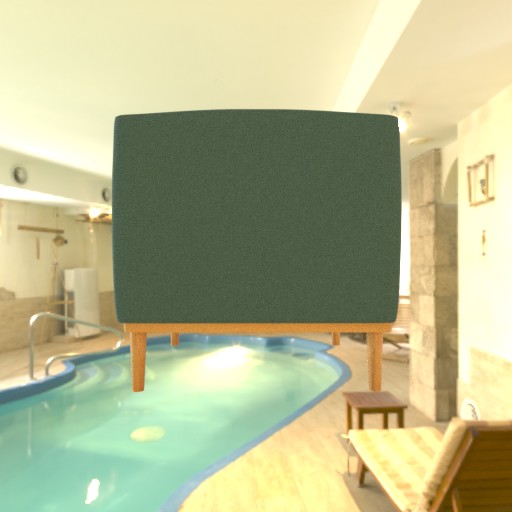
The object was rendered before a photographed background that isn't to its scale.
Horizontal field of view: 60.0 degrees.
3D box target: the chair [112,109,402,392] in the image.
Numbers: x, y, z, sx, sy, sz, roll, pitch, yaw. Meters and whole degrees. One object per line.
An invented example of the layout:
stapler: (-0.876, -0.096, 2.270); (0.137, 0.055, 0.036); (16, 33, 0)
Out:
chair: (0.000, 0.000, 1.688); (0.946, 0.818, 0.951); (0, -1, 0)
